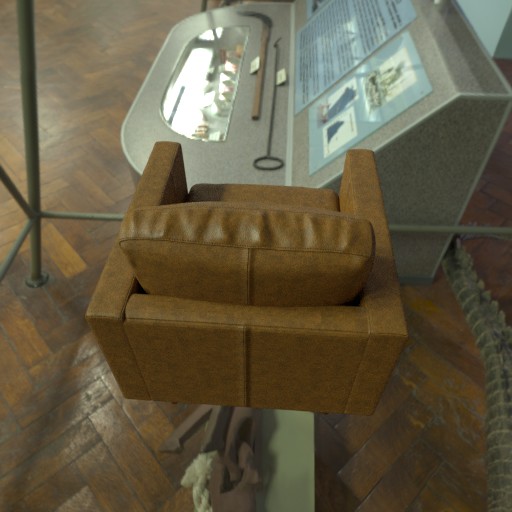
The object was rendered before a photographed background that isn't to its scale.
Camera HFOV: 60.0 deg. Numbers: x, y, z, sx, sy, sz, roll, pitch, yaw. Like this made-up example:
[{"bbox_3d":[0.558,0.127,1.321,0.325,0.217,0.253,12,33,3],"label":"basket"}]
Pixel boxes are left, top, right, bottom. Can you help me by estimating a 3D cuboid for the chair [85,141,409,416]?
[{"bbox_3d":[0.000,0.000,1.659,0.890,0.956,0.909,3,47,3],"label":"chair"}]
